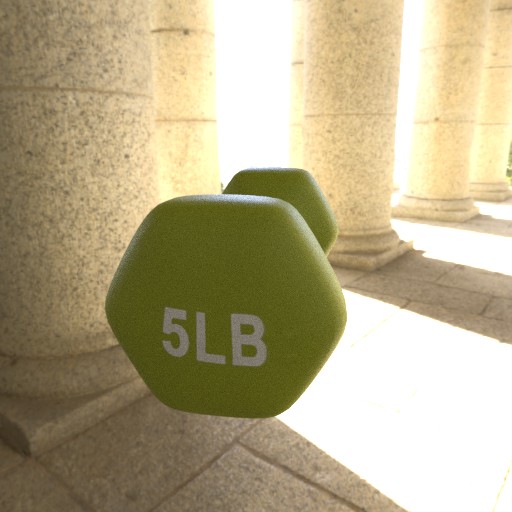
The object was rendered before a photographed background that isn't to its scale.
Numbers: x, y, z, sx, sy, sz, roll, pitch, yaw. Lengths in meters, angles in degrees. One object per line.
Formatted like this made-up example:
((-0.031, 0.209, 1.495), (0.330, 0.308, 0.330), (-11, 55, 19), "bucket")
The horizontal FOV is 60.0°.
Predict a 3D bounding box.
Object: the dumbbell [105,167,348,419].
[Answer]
((0.000, 0.000, 0.206), (0.080, 0.072, 0.164), (3, 15, 9), "dumbbell")
